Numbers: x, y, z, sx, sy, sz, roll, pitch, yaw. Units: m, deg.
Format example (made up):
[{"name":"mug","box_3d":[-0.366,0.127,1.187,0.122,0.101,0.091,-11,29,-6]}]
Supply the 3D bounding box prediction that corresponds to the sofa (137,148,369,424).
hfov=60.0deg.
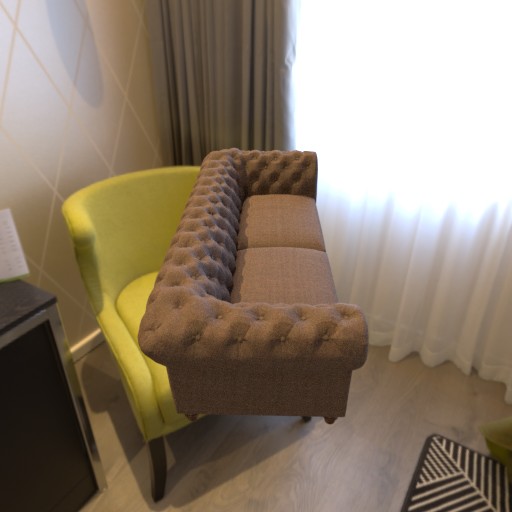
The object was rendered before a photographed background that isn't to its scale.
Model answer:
[{"name":"sofa","box_3d":[0.000,0.000,2.866,0.944,0.787,2.385,1,31,1]}]
